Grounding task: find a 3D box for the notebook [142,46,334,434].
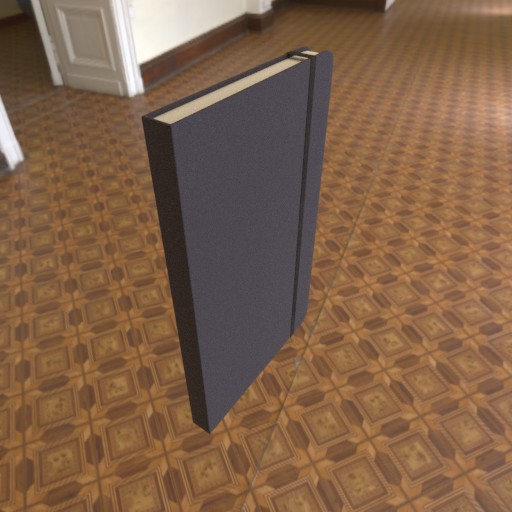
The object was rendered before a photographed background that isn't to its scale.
[{"bbox_3d":[0.000,0.000,0.268,0.016,0.213,0.127,24,45,26],"label":"notebook"}]
